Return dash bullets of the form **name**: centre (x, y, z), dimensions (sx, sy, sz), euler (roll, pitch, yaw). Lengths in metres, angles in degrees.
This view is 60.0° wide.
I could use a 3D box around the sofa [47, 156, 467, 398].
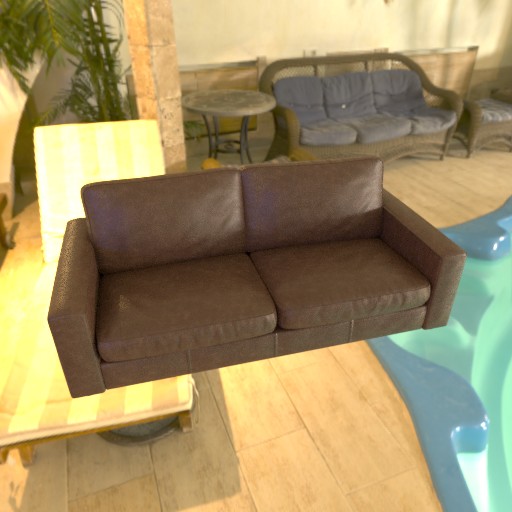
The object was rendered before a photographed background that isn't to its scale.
- **sofa**: centre (0.000, 0.000, 2.642), dimensions (2.179, 0.873, 1.016), euler (-8, 33, -13)
